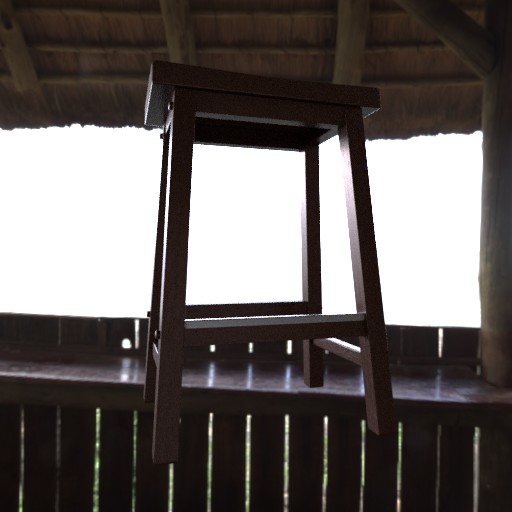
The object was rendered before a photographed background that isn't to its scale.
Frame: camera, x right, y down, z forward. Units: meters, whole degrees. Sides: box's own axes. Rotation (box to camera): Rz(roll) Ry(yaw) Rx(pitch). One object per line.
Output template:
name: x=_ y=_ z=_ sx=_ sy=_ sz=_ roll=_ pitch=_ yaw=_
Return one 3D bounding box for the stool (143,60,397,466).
stool: x=0.000 y=0.000 z=0.853 sx=0.406 sy=0.610 sz=0.322 roll=0 pitch=0 yaw=-17
